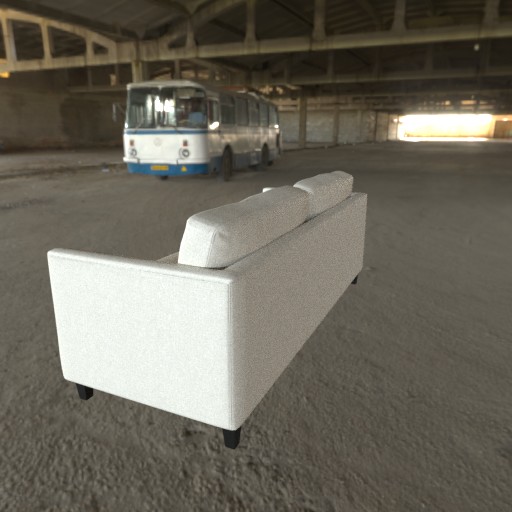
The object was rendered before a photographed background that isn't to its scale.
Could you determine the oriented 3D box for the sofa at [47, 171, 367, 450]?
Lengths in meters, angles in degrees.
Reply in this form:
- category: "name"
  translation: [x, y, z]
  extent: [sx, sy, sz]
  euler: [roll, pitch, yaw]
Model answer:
- category: "sofa"
  translation: [0.000, 0.000, 2.864]
  extent: [0.948, 0.965, 2.434]
  euler: [7, 18, 24]
